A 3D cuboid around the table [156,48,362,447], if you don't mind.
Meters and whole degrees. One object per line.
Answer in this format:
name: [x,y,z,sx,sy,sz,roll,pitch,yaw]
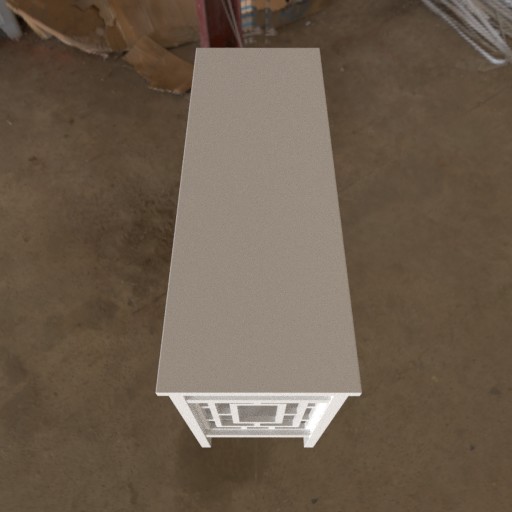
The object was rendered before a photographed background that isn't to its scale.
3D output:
table: [0.000,0.000,1.427,0.397,0.753,1.068,0,58,0]
